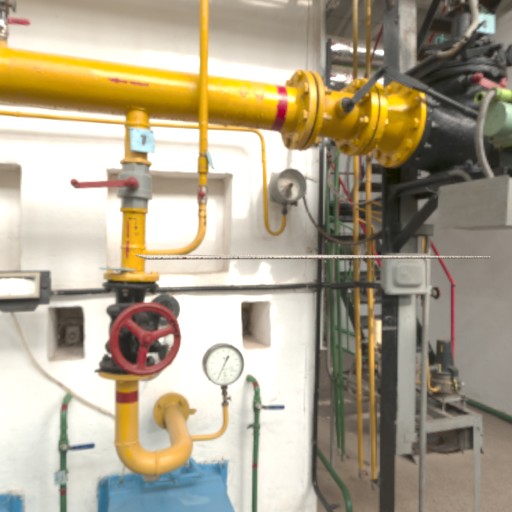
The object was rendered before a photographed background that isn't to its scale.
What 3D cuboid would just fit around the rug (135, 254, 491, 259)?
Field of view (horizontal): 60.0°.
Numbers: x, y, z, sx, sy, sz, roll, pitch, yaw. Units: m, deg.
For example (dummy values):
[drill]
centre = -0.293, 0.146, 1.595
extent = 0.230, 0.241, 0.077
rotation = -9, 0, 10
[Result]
[rug]
centre = 0.000, 0.000, 2.987
extent = 1.549, 0.010, 2.464
rotation = 0, 0, -17
